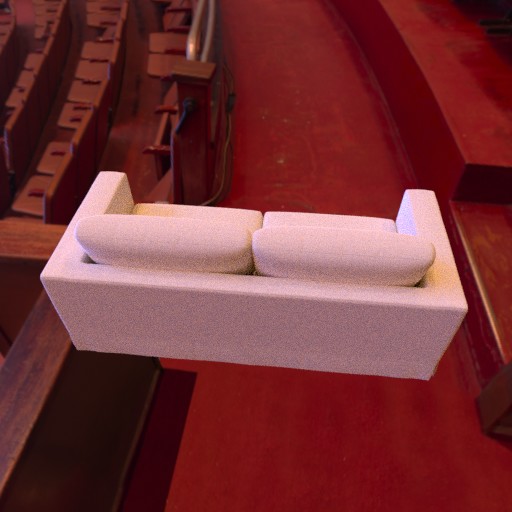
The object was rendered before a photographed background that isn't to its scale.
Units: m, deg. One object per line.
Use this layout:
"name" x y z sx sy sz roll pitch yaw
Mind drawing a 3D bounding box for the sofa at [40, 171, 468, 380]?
"sofa" 0.000 0.000 2.651 2.163 0.881 0.954 4 46 4
